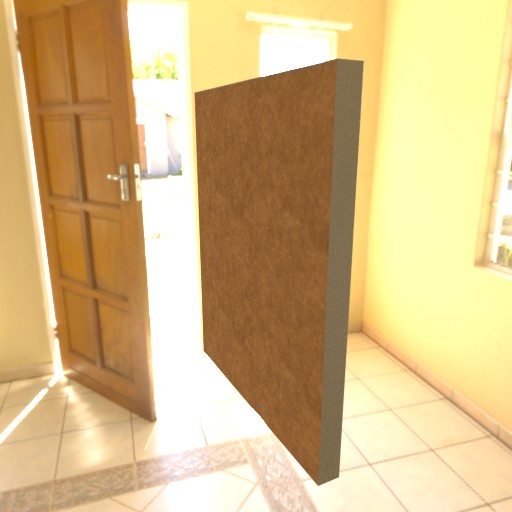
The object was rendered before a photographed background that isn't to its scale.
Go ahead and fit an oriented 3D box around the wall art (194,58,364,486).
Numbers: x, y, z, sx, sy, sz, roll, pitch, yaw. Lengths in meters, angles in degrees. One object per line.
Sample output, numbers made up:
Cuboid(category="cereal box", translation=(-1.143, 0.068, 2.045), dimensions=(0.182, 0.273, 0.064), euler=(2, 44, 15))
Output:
Cuboid(category="wall art", translation=(0.000, 0.000, 0.750), dimensions=(0.037, 0.554, 0.453), euler=(-8, 17, -26))
